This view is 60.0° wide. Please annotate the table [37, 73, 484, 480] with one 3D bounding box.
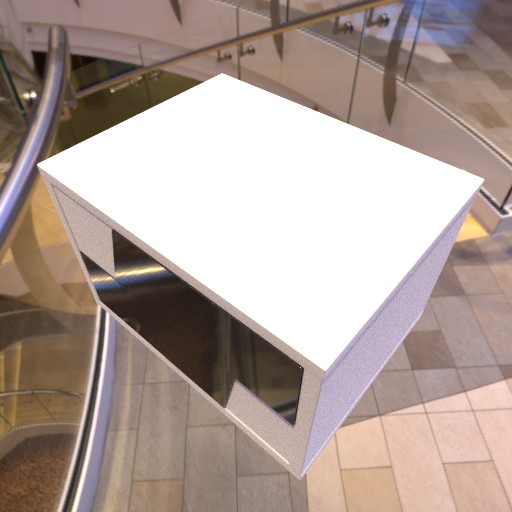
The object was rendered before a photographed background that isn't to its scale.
[{"bbox_3d":[0.000,0.000,0.774,0.517,0.357,0.399,32,55,26],"label":"table"}]
